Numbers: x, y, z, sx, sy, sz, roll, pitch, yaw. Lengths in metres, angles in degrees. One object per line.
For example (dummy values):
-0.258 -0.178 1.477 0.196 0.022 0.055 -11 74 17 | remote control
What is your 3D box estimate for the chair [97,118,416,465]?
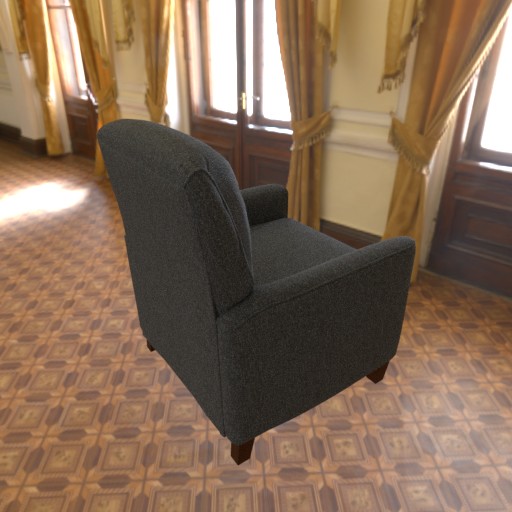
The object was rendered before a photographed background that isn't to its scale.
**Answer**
0.000 0.000 1.639 0.850 1.016 0.839 -18 32 -31 | chair
